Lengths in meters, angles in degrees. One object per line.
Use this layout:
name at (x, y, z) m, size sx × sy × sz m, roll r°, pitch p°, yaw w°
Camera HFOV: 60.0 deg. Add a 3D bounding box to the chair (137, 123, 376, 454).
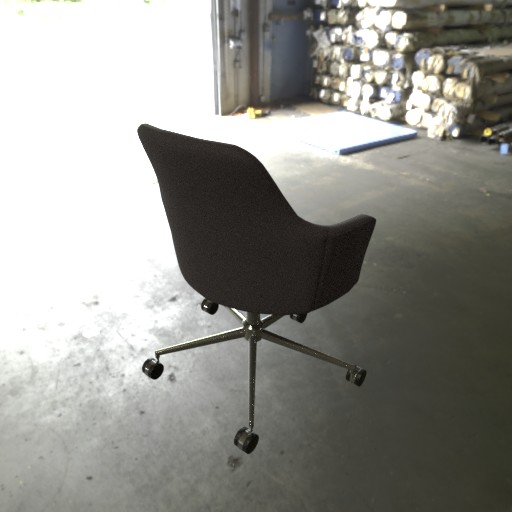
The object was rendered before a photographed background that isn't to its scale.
chair at (0.000, 0.000, 1.283) m, size 0.655 × 0.820 × 0.600 m, roll 22°, pitch 37°, yaw 33°
